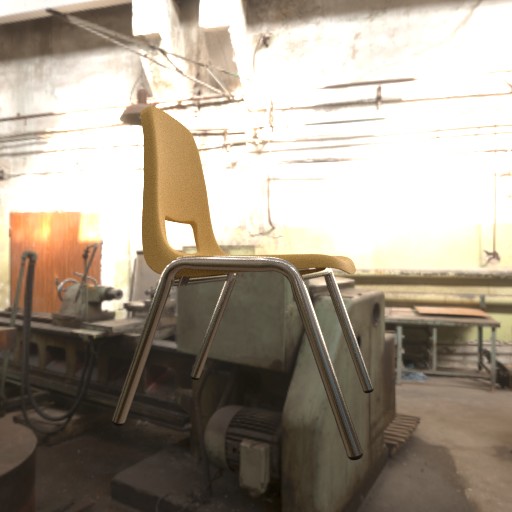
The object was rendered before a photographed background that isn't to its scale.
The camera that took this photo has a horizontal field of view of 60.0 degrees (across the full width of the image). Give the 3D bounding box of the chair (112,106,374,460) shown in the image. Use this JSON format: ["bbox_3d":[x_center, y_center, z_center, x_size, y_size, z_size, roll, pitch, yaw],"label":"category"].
[{"bbox_3d":[0.000,0.000,0.855,0.423,0.586,0.354,0,-1,17],"label":"chair"}]
